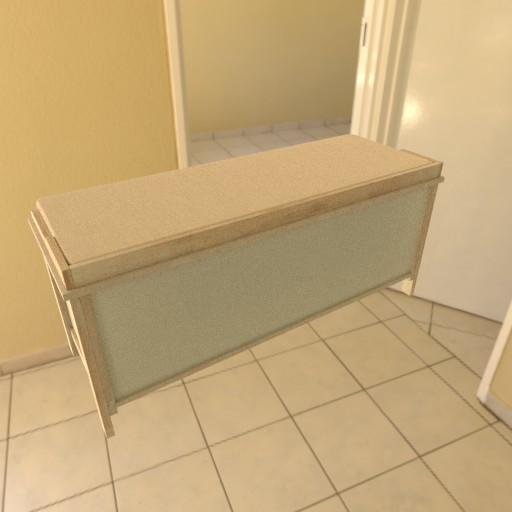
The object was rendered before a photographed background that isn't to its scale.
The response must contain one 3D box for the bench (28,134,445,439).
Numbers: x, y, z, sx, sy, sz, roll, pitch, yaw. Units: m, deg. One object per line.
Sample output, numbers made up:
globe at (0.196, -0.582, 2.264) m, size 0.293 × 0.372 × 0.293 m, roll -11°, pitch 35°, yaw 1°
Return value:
bench at (0.000, 0.000, 1.364) m, size 1.140 × 0.501 × 0.398 m, roll -18°, pitch 36°, yaw -27°
